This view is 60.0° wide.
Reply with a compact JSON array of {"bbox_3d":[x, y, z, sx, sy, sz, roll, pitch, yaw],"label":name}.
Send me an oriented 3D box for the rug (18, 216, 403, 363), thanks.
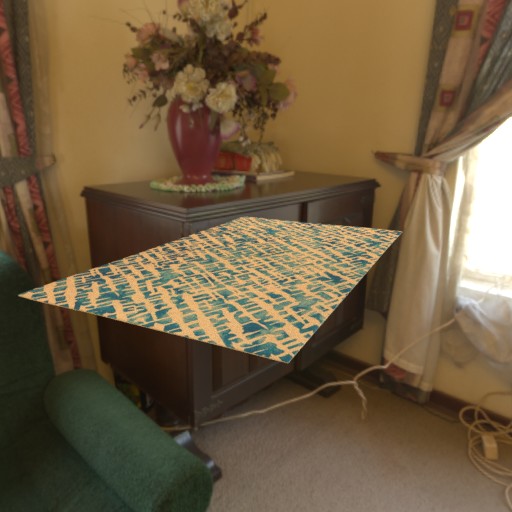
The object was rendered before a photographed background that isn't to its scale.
[{"bbox_3d":[0.000,0.000,3.011,1.520,0.011,2.447,8,18,26],"label":"rug"}]
